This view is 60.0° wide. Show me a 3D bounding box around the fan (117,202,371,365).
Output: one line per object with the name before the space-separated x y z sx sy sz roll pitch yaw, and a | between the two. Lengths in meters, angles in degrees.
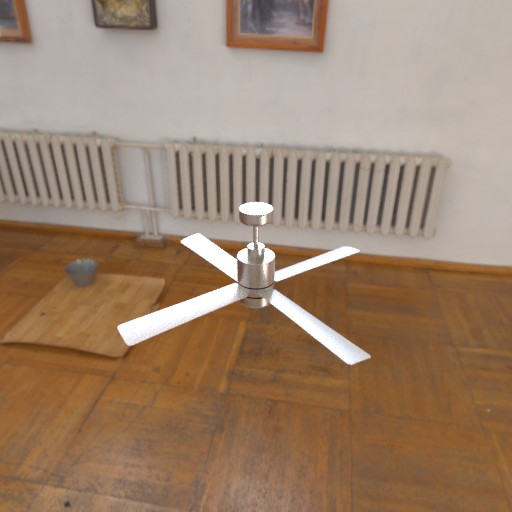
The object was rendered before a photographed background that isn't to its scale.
fan | 0.000 0.000 2.344 1.525 0.539 1.525 -18 33 -31
